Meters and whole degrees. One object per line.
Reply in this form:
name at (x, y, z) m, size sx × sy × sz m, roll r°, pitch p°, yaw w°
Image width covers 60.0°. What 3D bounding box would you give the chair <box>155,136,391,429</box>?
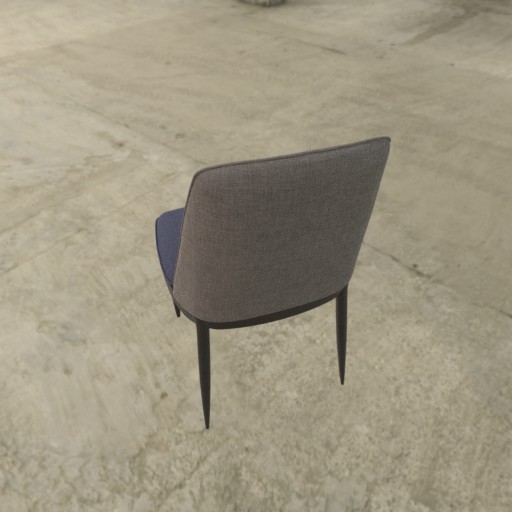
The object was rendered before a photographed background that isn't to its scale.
chair at (0.000, 0.000, 1.169) m, size 0.488 × 0.855 × 0.550 m, roll -13°, pitch 42°, yaw -15°
